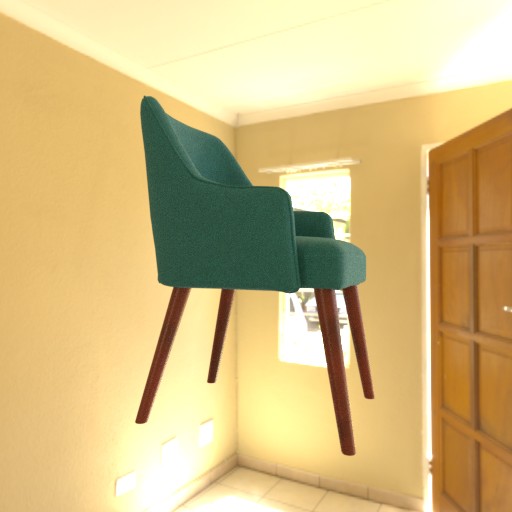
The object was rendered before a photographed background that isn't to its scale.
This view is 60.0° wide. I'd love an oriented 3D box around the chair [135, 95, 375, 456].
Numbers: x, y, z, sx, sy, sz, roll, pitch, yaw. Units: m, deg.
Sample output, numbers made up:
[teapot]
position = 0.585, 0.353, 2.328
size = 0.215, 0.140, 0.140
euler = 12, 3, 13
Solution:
[chair]
position = 0.000, 0.000, 1.244
size = 0.605, 0.849, 0.548
euler = 0, -1, 20
